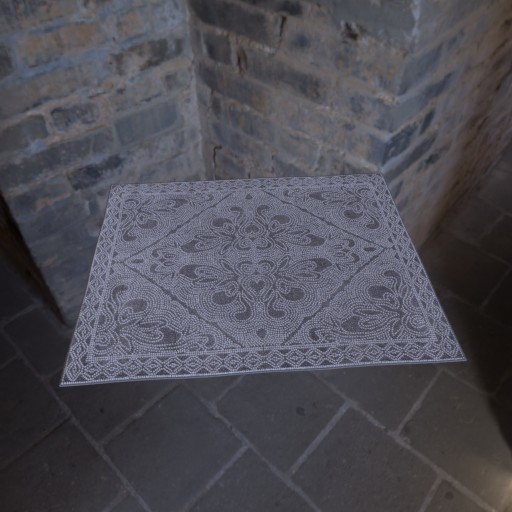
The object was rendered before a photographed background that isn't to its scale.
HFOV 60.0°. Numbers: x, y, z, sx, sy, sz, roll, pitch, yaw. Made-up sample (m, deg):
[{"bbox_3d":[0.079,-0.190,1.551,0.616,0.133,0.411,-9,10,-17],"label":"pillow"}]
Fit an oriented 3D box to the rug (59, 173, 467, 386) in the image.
[{"bbox_3d":[0.000,0.000,4.114,3.048,0.012,2.438,-3,46,-2],"label":"rug"}]
